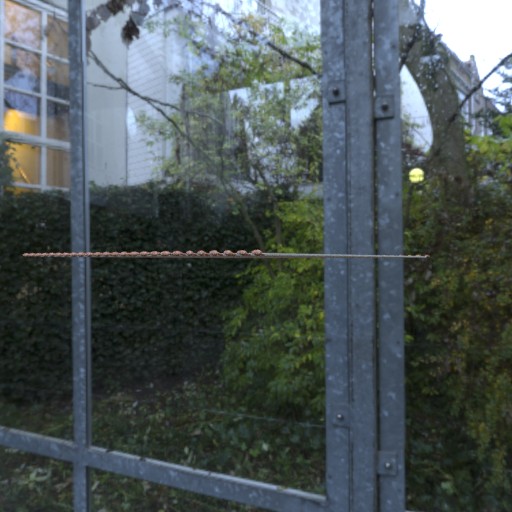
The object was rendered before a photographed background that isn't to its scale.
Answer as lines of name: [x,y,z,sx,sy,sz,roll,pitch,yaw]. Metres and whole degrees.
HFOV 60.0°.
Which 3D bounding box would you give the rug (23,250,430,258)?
rug: [0.000,0.000,4.397,2.451,0.035,3.369,0,-1,36]
